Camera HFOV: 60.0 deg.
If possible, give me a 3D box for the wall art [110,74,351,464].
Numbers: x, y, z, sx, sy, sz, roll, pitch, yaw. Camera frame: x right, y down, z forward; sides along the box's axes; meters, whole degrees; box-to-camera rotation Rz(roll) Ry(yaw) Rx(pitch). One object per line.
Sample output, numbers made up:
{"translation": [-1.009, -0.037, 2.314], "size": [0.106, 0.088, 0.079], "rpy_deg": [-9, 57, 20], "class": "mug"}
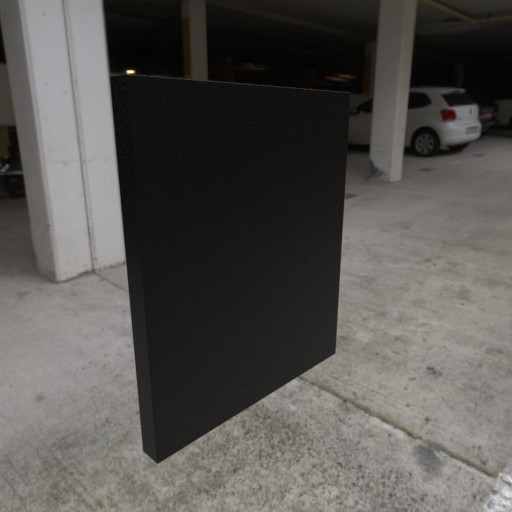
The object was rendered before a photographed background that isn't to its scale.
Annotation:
{"translation": [0.000, 0.000, 0.531], "size": [0.028, 0.380, 0.325], "rpy_deg": [16, 23, 42], "class": "wall art"}
